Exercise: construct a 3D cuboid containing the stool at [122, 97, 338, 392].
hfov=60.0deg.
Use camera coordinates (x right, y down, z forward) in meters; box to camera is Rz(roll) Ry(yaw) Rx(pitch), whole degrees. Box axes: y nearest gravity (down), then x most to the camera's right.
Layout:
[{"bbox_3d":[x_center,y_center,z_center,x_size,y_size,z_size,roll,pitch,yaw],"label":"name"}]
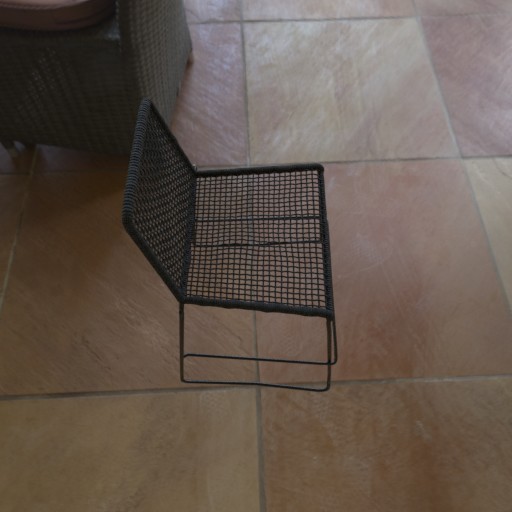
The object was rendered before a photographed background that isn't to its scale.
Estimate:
[{"bbox_3d":[0.000,0.000,1.245,0.509,0.905,0.590,1,64,0],"label":"stool"}]
